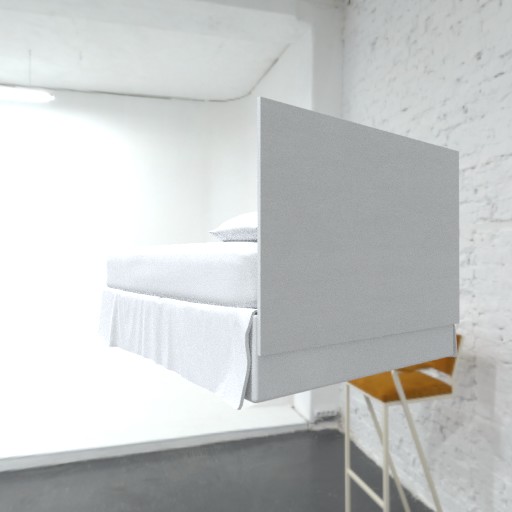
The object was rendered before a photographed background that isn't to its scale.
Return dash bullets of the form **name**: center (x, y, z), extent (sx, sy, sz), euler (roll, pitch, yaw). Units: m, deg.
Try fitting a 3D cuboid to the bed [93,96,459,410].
- **bed**: center (0.000, 0.000, 3.169), extent (1.745, 1.335, 2.094), euler (0, -1, -37)
